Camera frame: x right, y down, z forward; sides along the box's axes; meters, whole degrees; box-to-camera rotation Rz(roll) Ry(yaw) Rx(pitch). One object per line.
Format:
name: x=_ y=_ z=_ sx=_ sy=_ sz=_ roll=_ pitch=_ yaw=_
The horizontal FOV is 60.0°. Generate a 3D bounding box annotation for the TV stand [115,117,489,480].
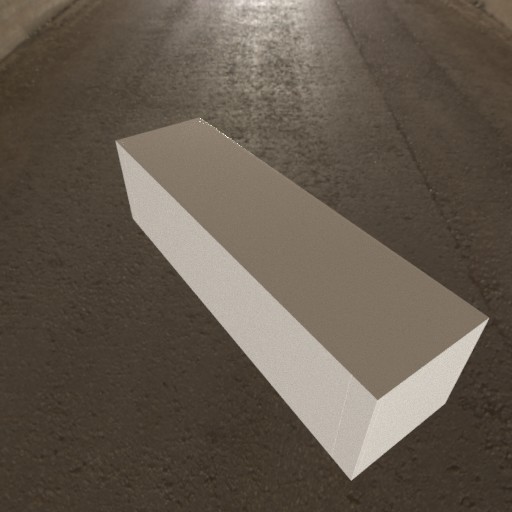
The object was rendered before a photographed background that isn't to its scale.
TV stand: x=0.000 y=0.000 z=1.656 sx=0.410 sy=0.440 sz=1.500 roll=-25 pitch=47 yaw=-26
